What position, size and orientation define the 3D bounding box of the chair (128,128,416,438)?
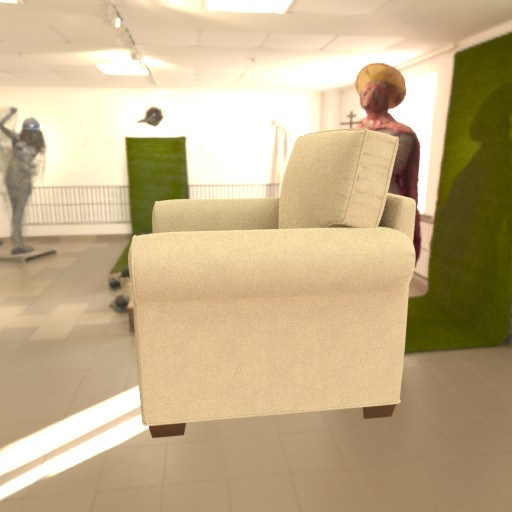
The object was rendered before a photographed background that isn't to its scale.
[{"bbox_3d":[0.000,0.000,1.754,0.863,0.955,1.040,-2,14,-8],"label":"chair"}]
